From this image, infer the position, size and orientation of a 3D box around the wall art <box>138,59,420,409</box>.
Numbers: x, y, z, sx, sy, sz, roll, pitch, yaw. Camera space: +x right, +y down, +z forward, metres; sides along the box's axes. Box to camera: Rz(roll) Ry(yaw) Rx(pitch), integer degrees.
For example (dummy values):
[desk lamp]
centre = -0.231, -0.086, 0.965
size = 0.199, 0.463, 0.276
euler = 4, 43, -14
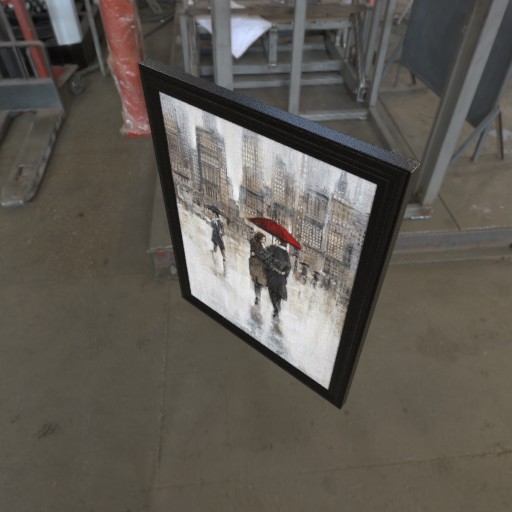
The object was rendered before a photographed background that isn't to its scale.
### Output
[wall art]
centre = 0.000, 0.000, 1.653
size = 0.950, 1.194, 0.053
euler = 30, 53, 26
